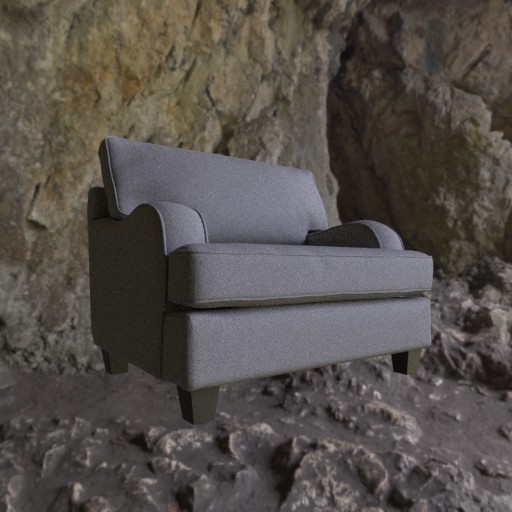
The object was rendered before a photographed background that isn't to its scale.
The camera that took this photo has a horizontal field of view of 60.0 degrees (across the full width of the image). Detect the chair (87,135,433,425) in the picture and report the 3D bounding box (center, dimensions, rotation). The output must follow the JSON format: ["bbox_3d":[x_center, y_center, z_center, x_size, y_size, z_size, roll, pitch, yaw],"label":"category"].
[{"bbox_3d":[0.000,0.000,1.973,1.220,1.016,1.040,1,-2,-36],"label":"chair"}]
